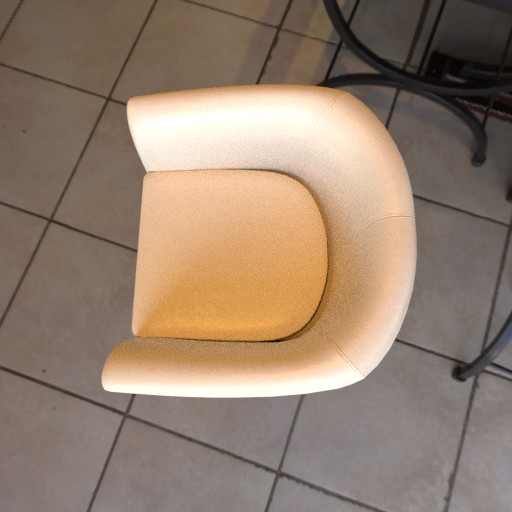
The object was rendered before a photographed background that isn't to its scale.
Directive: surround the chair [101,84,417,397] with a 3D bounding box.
[{"bbox_3d":[0.000,0.000,1.349,0.727,0.756,0.792,1,76,0],"label":"chair"}]
